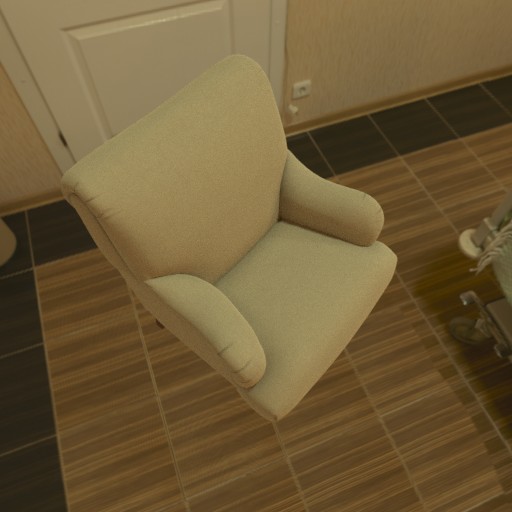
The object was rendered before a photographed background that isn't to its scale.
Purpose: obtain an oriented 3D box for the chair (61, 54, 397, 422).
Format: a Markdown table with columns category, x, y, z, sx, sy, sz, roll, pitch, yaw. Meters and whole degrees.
| category | x | y | z | sx | sy | sz | roll | pitch | yaw |
| --- | --- | --- | --- | --- | --- | --- | --- | --- | --- |
| chair | 0.000 | 0.000 | 1.566 | 0.842 | 0.942 | 0.766 | 35 | 65 | 20 |
